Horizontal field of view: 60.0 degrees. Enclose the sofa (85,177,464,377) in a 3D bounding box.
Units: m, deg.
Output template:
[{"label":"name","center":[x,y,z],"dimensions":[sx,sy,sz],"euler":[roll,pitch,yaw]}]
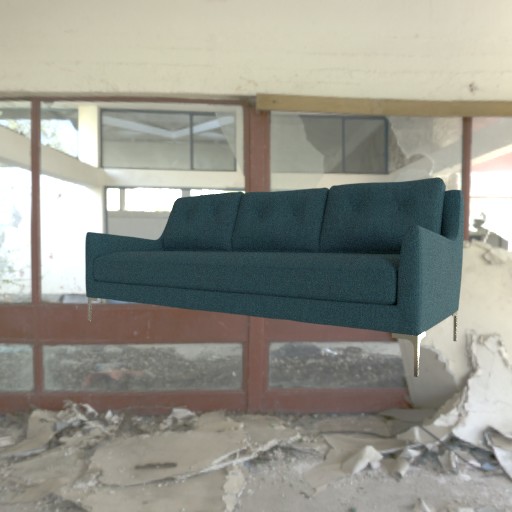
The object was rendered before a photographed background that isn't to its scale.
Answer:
[{"label":"sofa","center":[0.000,0.000,2.530],"dimensions":[2.060,0.837,0.849],"euler":[1,2,35]}]
